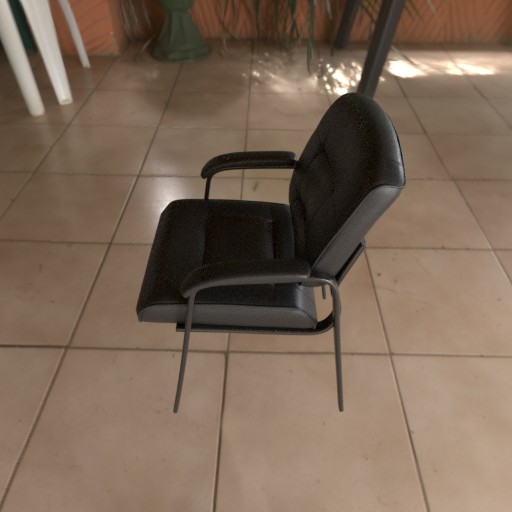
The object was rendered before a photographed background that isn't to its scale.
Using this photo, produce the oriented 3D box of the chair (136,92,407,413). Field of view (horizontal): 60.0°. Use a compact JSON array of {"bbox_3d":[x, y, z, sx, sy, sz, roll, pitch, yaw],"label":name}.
[{"bbox_3d":[0.000,0.000,1.364,0.668,0.910,0.591,0,43,0],"label":"chair"}]
